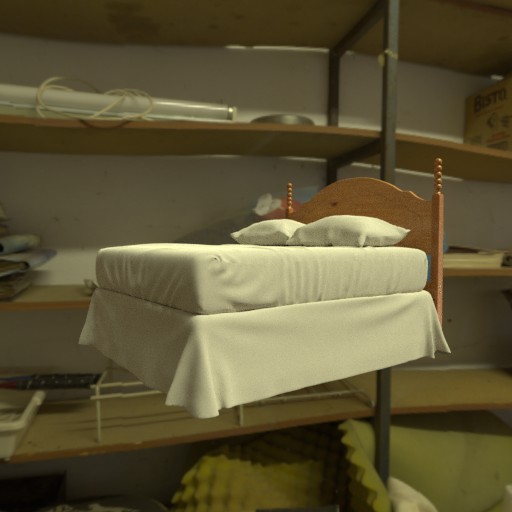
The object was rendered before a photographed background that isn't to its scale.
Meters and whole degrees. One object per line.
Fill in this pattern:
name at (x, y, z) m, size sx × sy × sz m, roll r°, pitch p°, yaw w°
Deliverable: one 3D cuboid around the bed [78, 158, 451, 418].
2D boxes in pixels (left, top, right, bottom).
bed at (0.000, 0.000, 3.159) m, size 2.040 × 1.356 × 1.873 m, roll -1°, pitch 2°, yaw -36°
